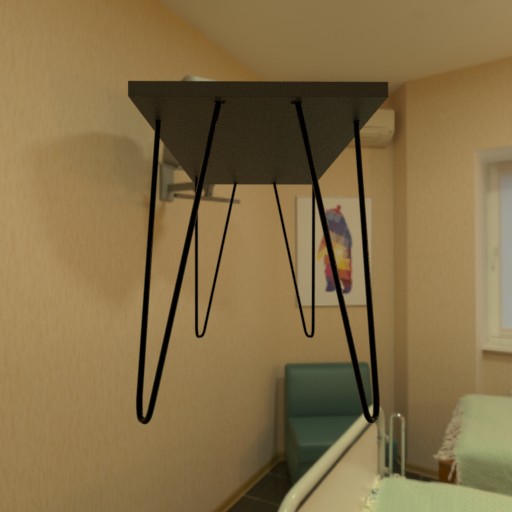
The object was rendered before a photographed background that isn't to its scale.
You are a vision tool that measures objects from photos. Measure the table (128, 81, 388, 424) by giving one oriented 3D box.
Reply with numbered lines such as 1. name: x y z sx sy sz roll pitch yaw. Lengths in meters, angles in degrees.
1. table: 0.000 0.000 1.341 0.499 0.660 0.991 0 -1 -1
